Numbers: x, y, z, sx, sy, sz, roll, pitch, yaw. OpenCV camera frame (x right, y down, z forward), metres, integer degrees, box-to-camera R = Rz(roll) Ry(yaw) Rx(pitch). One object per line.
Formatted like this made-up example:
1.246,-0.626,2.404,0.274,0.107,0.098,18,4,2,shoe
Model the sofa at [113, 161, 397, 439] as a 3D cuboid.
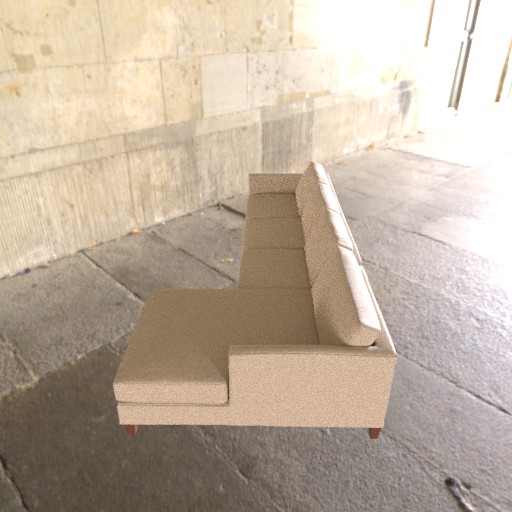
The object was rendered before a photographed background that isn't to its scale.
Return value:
0.000,0.000,3.921,1.625,0.861,3.186,1,29,1,sofa
